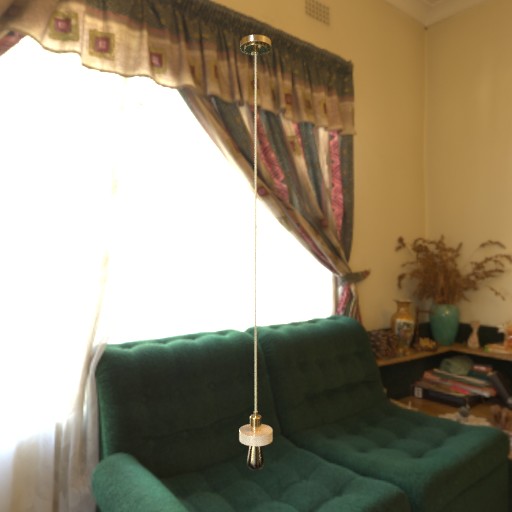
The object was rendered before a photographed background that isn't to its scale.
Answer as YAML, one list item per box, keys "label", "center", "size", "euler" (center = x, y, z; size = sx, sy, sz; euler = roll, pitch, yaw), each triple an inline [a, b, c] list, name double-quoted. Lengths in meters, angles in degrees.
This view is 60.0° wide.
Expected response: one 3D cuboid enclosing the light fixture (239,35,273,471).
- label: "light fixture"
  center: [0.000, 0.000, 1.726]
  size: [0.129, 1.669, 0.129]
  euler: [0, 0, 35]
